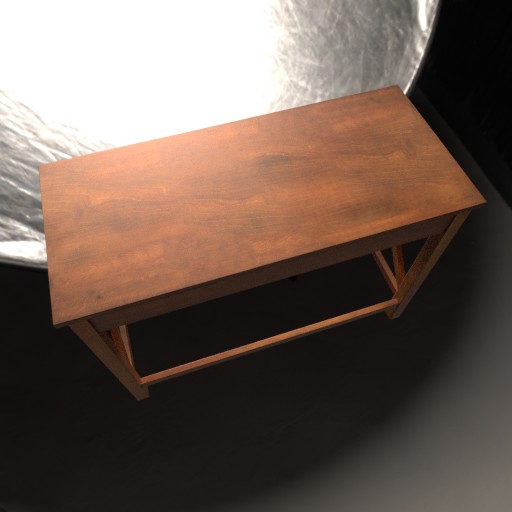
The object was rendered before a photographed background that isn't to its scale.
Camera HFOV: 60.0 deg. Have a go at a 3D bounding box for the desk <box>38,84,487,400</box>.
[{"bbox_3d":[0.000,0.000,1.529,1.117,0.762,0.508,-16,60,-9],"label":"desk"}]
